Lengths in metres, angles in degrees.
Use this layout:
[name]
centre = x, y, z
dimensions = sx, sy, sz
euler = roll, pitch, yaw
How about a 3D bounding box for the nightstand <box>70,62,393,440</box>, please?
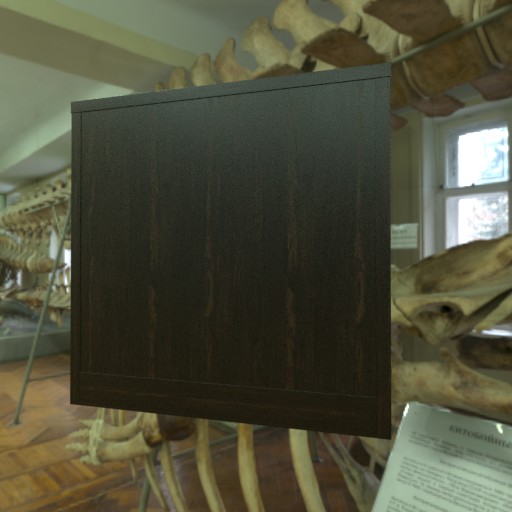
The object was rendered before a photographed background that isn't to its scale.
[nightstand]
centre = 0.000, 0.000, 0.836
dimensions = 0.489, 0.487, 0.427
euler = 0, -1, 17
